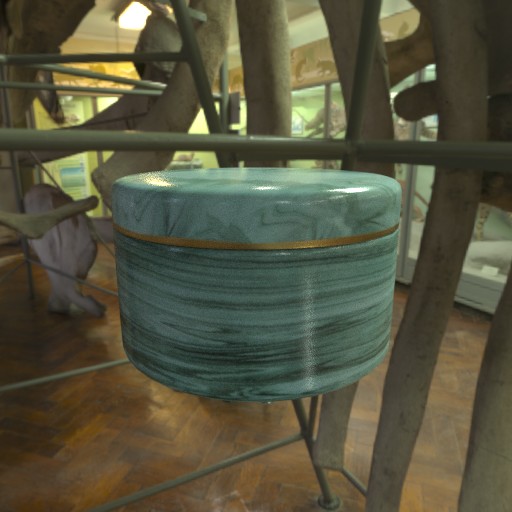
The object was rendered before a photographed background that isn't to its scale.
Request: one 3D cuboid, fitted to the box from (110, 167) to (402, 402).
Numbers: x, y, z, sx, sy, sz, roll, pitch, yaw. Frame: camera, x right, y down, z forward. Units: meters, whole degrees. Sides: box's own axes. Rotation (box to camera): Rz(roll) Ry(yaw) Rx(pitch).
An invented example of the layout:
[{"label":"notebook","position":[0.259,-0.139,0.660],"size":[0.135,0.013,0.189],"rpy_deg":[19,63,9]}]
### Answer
[{"label":"box","position":[0.000,0.000,0.168],"size":[0.101,0.063,0.101],"rpy_deg":[0,15,0]}]
